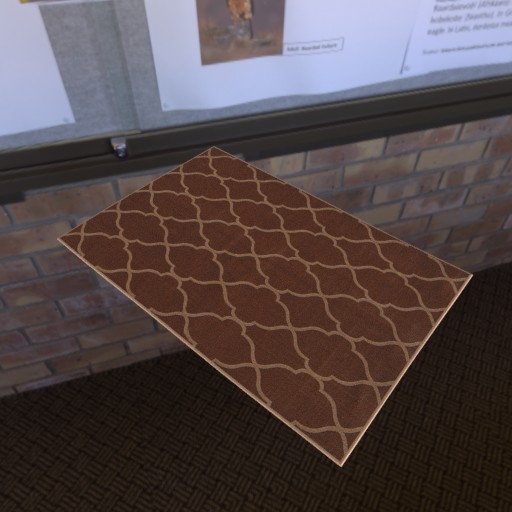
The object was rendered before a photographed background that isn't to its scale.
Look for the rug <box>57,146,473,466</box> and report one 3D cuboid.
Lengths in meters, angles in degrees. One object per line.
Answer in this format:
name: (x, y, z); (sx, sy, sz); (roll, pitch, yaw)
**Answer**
rug: (0.000, 0.000, 2.902); (2.290, 0.014, 1.526); (32, 54, 27)
